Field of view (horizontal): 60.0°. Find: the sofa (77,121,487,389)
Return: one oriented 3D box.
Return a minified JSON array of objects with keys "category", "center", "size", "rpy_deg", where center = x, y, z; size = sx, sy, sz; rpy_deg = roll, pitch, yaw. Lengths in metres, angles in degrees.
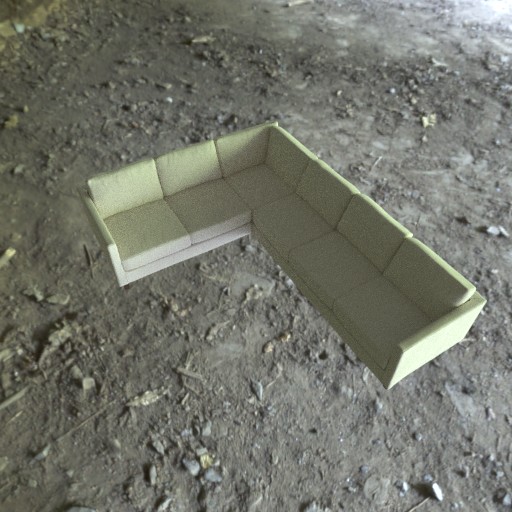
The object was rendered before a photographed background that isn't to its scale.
[{"category":"sofa","center":[0.000,0.000,4.222],"size":[2.432,0.863,3.182],"rpy_deg":[-24,51,-21]}]
